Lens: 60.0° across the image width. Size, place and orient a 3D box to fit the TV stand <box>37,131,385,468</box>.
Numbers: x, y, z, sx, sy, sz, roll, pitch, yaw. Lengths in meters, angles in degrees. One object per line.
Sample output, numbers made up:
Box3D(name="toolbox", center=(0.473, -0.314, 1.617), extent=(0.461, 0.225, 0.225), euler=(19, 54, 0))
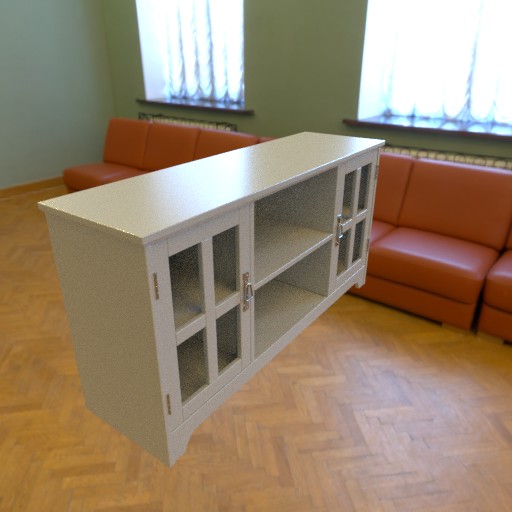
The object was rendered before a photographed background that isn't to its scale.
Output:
Box3D(name="TV stand", center=(0.000, 0.000, 1.439), extent=(0.344, 0.603, 1.167), euler=(17, 30, 32))
